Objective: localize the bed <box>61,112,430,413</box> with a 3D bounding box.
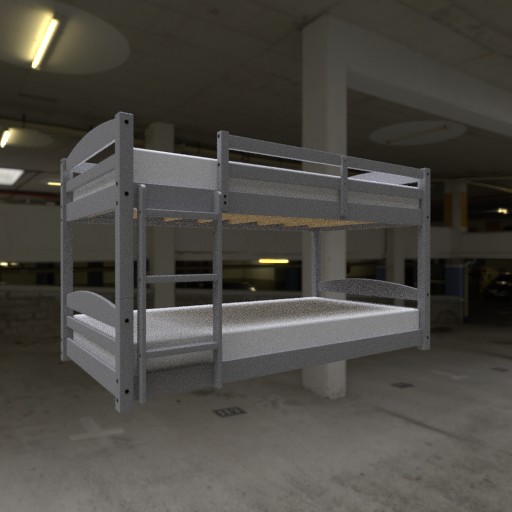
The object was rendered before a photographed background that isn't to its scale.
[{"bbox_3d":[0.000,0.000,2.709,2.013,1.206,1.105,0,0,-35],"label":"bed"}]
